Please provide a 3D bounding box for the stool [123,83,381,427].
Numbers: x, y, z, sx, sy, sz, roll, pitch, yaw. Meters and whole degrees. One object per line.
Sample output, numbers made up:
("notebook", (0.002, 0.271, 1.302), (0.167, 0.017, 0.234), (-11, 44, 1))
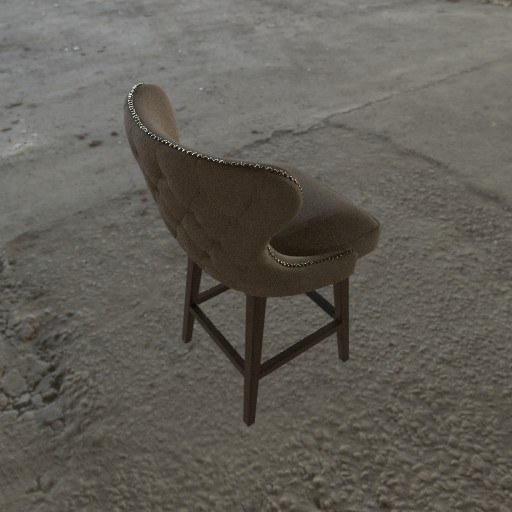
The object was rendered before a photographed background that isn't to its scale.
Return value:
("stool", (0.000, 0.000, 1.356), (0.597, 0.972, 0.615), (-25, 47, -26))
